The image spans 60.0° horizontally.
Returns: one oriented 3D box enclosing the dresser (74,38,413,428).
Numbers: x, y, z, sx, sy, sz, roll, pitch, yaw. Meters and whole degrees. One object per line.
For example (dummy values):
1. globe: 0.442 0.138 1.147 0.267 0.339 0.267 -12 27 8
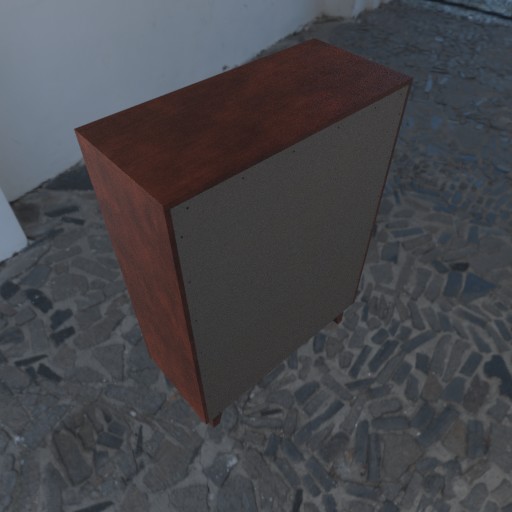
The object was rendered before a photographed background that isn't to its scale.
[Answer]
1. dresser: 0.000 0.000 2.030 1.072 1.514 0.506 -33 55 -27
